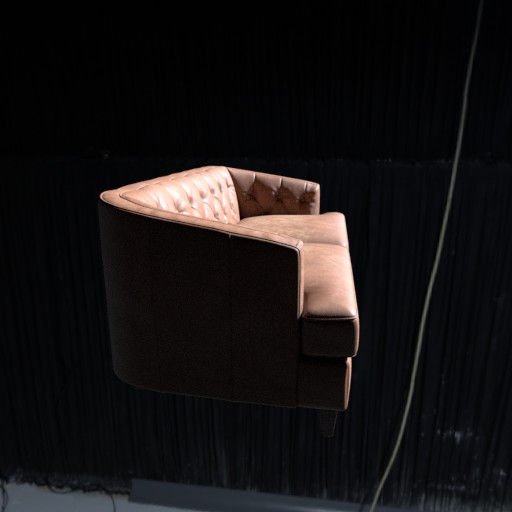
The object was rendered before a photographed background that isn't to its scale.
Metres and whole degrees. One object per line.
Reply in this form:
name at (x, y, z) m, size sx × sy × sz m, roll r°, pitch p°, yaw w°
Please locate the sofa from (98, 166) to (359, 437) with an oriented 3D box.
sofa at (0.000, 0.000, 2.209) m, size 0.914 × 0.786 × 1.755 m, roll 3°, pitch 16°, yaw 9°
